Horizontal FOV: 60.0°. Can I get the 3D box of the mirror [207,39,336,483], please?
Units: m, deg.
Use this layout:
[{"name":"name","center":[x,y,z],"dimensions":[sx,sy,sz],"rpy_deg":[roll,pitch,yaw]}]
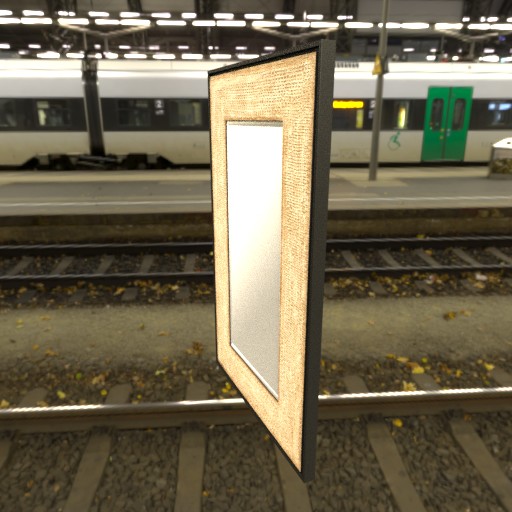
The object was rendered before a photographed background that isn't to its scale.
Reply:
[{"name":"mirror","center":[0.000,0.000,1.494],"dimensions":[0.038,1.219,0.762],"rpy_deg":[-8,19,-24]}]
